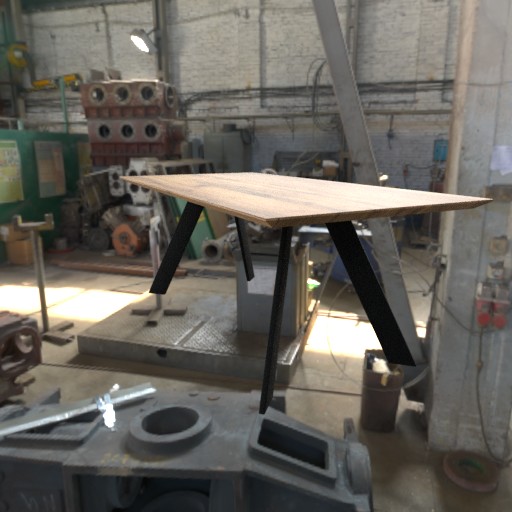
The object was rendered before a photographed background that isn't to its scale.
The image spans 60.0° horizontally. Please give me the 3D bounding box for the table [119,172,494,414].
[{"bbox_3d":[0.000,0.000,2.418,1.000,0.770,2.000,-7,16,-27],"label":"table"}]
